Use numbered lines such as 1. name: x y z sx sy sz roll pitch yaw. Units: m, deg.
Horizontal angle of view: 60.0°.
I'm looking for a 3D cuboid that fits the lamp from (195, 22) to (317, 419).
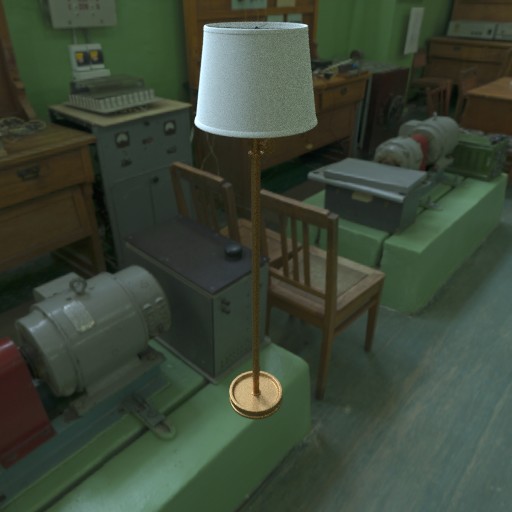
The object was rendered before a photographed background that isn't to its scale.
1. lamp: 0.000 0.000 0.768 0.178 0.710 0.178 0 31 0
